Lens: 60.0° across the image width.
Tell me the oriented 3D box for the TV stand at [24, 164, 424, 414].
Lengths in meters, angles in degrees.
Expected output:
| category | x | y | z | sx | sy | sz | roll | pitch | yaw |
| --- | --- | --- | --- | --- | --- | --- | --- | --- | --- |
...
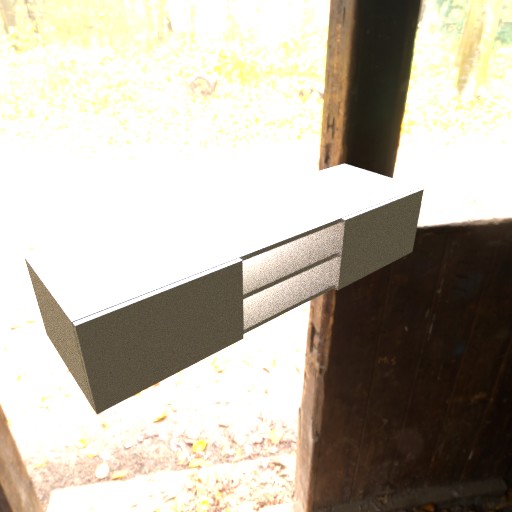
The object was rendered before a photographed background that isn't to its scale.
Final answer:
| category | x | y | z | sx | sy | sz | roll | pitch | yaw |
| --- | --- | --- | --- | --- | --- | --- | --- | --- | --- |
| TV stand | 0.000 | 0.000 | 1.607 | 1.400 | 0.310 | 0.420 | -22 | 36 | -33 |
